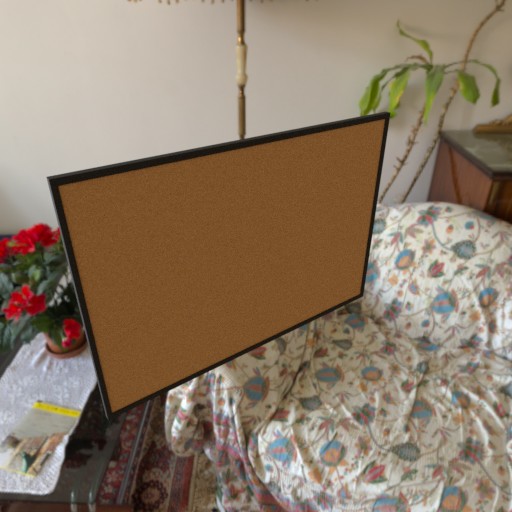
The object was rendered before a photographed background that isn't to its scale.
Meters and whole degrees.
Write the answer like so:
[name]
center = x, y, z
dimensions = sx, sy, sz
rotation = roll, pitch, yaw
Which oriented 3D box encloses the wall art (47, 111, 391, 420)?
[wall art]
center = 0.000, 0.000, 0.857
dimensions = 0.664, 0.458, 0.013
rotation = -20, 36, -30
